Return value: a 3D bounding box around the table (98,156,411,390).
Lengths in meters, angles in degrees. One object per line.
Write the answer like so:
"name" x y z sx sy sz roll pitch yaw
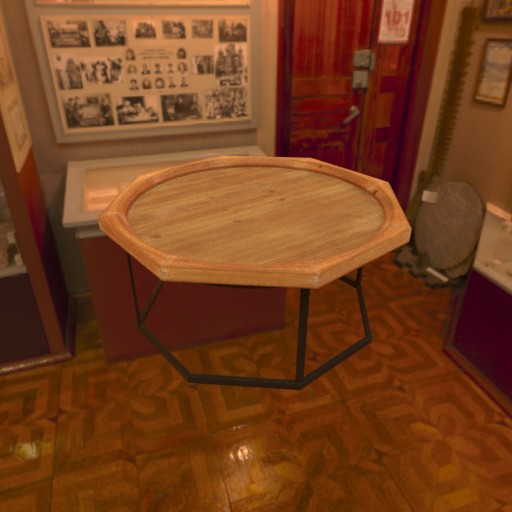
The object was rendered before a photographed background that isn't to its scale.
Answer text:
"table" 0.000 0.000 1.575 1.002 0.444 1.002 0 29 0
